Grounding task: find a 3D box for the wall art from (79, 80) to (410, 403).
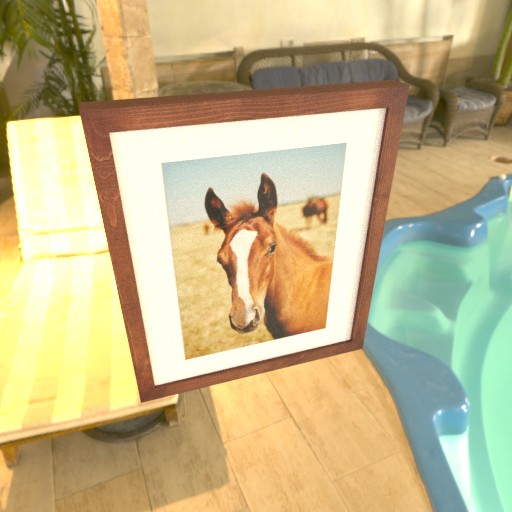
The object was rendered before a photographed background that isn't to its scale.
[{"bbox_3d":[0.000,0.000,0.540,0.330,0.381,0.030,-10,34,-15],"label":"wall art"}]
